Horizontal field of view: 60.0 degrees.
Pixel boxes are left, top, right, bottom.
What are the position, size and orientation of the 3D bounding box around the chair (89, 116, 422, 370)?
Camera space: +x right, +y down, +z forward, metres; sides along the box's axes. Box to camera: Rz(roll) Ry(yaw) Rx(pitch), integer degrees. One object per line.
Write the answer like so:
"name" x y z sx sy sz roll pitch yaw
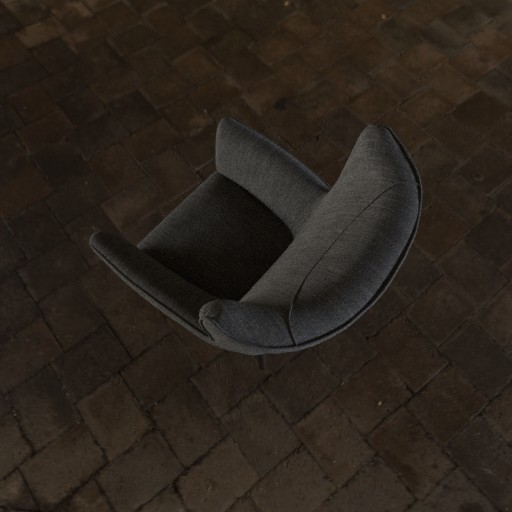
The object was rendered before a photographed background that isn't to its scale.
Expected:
"chair" 0.000 0.000 1.611 0.888 0.933 0.781 36 68 17
